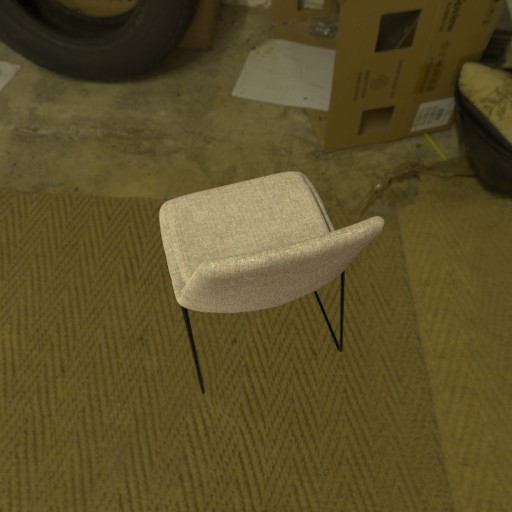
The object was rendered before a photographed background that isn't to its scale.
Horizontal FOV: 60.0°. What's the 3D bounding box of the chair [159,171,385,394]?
[{"bbox_3d":[0.000,0.000,1.163,0.479,0.858,0.518,-15,60,-9],"label":"chair"}]
